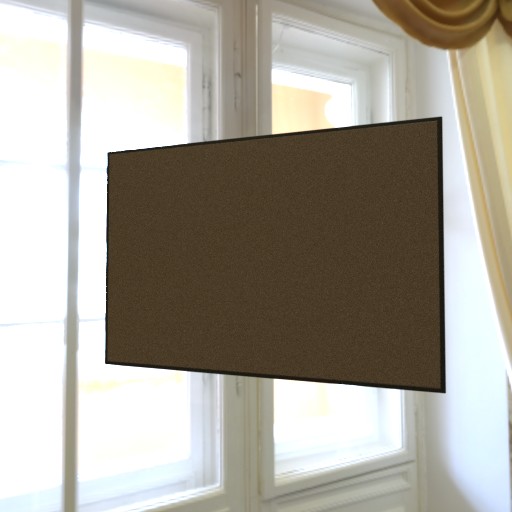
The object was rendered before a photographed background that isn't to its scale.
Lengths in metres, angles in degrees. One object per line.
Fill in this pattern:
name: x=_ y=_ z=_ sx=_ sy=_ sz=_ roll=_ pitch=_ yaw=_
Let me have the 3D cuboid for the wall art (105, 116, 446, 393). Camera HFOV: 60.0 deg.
wall art: x=0.000 y=0.000 z=1.204 sx=0.939 sy=0.640 sz=0.058 roll=-1 pitch=-2 yaw=19
